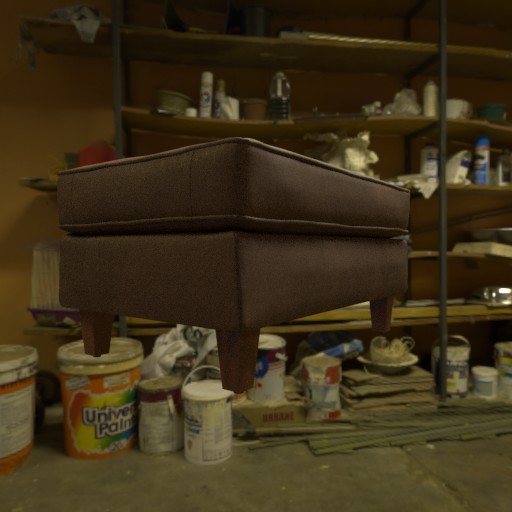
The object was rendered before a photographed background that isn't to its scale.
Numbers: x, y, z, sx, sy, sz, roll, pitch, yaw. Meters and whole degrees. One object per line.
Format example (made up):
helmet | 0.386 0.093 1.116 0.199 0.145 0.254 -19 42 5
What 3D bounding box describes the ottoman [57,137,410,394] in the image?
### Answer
ottoman | 0.000 0.000 1.215 0.596 0.481 0.860 1 1 37
